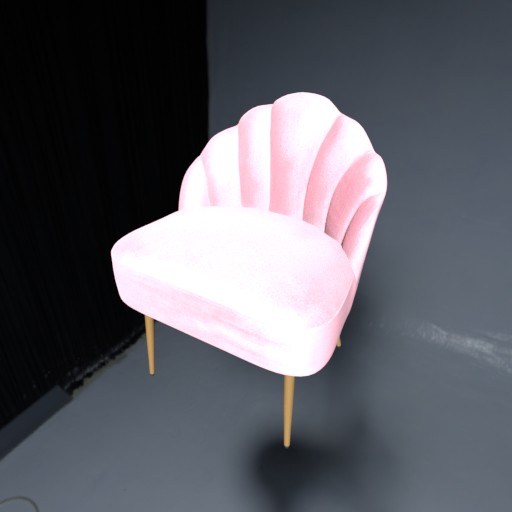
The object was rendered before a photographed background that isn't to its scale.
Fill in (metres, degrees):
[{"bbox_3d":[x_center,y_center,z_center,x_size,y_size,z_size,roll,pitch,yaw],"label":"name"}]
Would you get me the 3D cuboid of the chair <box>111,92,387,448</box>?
[{"bbox_3d":[0.000,0.000,1.290,0.657,0.819,0.599,18,35,27],"label":"chair"}]
